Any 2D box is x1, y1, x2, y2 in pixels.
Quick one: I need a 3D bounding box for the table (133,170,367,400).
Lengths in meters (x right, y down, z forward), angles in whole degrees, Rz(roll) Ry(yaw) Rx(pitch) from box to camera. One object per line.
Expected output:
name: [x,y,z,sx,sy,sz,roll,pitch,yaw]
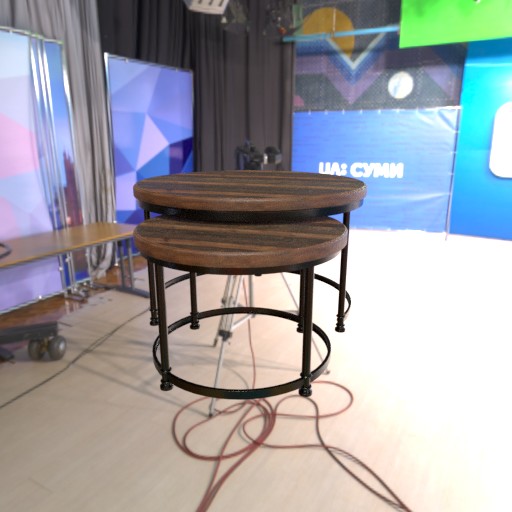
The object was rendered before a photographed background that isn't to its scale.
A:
table: [0.000,0.000,1.633,0.870,0.516,1.152,-2,16,-8]
